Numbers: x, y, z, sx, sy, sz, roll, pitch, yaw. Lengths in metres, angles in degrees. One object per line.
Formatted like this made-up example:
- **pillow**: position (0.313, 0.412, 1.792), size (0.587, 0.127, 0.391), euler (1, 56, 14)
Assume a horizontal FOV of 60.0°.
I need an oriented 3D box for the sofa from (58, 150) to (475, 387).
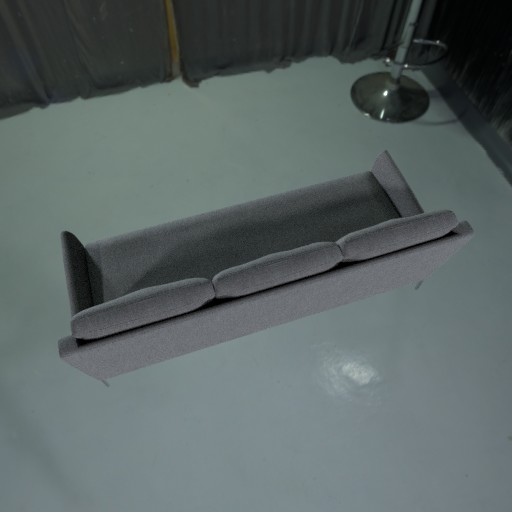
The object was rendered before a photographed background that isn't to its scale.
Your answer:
- **sofa**: position (0.000, 0.000, 2.530), size (2.060, 0.837, 0.849), euler (-16, 59, -10)
